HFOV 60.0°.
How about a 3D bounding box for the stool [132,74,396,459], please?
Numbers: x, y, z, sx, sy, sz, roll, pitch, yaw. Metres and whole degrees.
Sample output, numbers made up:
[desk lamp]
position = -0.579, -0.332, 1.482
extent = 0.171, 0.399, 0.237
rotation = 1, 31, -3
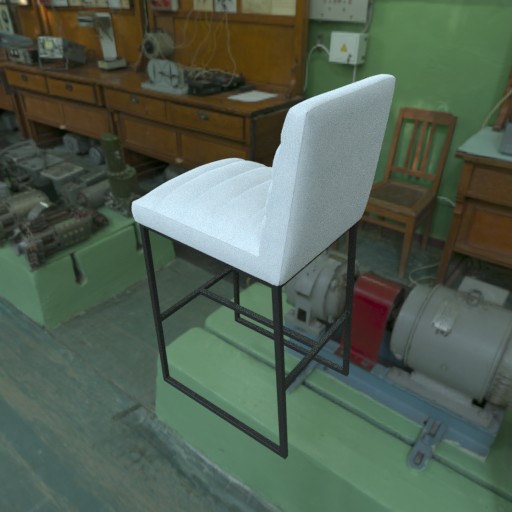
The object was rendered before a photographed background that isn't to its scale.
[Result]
[stool]
position = 0.000, 0.000, 1.375
extent = 0.573, 1.061, 0.464
rotation = 21, 38, 30
